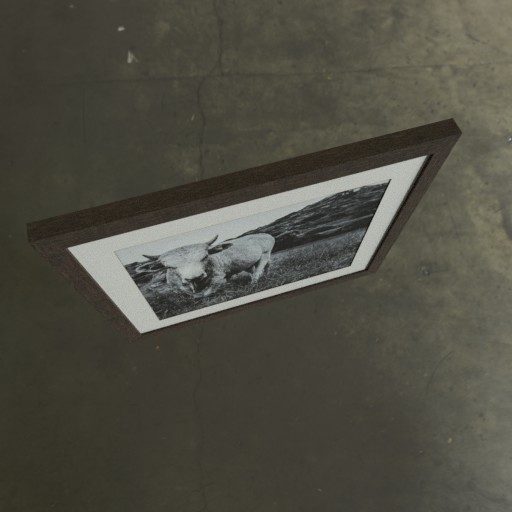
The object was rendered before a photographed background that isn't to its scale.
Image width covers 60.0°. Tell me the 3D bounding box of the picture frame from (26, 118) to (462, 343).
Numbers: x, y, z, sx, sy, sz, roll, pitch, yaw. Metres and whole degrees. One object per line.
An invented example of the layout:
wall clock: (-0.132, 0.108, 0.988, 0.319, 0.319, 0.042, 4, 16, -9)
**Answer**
picture frame: (0.000, 0.000, 0.746, 0.546, 0.455, 0.026, -15, 66, -7)
